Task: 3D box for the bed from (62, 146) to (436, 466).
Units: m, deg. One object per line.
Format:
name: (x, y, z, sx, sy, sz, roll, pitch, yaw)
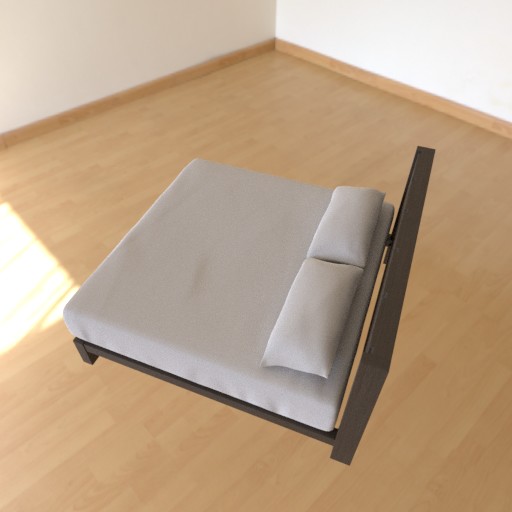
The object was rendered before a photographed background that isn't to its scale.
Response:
bed: (0.000, 0.000, 3.583, 2.238, 1.261, 2.143, 16, 48, 15)
